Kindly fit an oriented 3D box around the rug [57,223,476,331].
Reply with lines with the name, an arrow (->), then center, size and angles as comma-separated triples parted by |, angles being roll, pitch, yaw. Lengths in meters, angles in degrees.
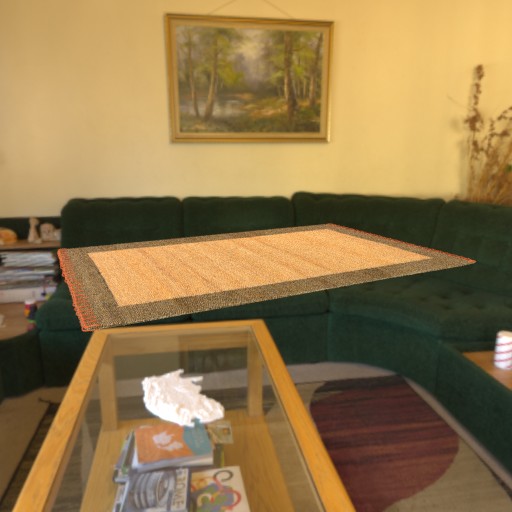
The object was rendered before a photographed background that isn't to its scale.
rug -> 0.000, 0.000, 2.293 | 1.838, 0.019, 1.220 | -7, 16, -26
